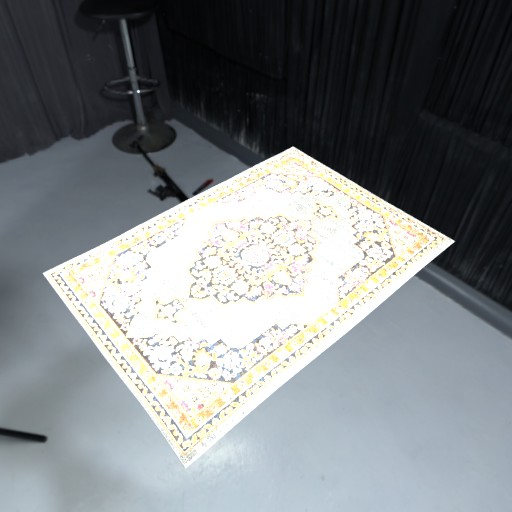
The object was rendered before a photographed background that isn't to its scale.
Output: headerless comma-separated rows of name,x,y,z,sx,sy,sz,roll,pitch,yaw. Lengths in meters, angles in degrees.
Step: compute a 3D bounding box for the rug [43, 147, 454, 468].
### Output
rug,0.000,0.000,3.788,2.901,0.026,2.043,-32,54,-27
